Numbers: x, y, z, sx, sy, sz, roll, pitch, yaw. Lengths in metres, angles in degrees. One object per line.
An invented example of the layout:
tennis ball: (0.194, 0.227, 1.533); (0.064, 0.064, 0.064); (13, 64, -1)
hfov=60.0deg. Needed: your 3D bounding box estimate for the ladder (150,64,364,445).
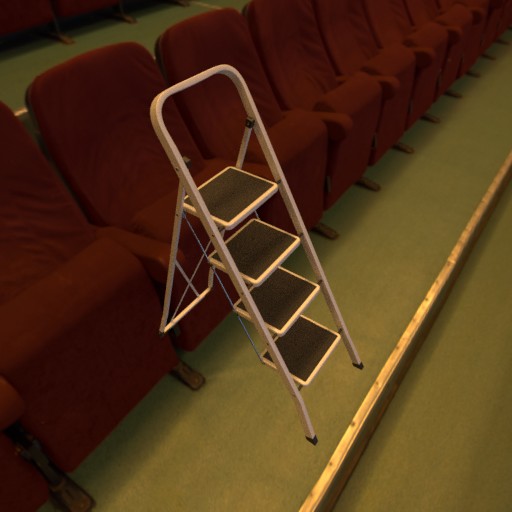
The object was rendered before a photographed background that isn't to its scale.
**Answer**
ladder: (0.000, 0.000, 1.704); (0.914, 1.265, 0.460); (26, 48, 25)
